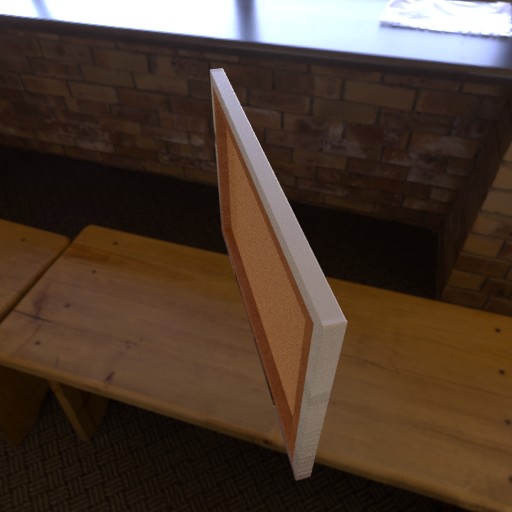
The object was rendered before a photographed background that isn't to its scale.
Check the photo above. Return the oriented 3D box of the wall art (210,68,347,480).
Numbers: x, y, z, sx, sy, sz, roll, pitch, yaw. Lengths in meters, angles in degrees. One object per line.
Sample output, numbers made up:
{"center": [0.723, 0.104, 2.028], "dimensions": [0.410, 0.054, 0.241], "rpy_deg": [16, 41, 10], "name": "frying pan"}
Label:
{"center": [0.000, 0.000, 1.152], "dimensions": [0.037, 0.609, 0.916], "rpy_deg": [-10, 46, -10], "name": "wall art"}
